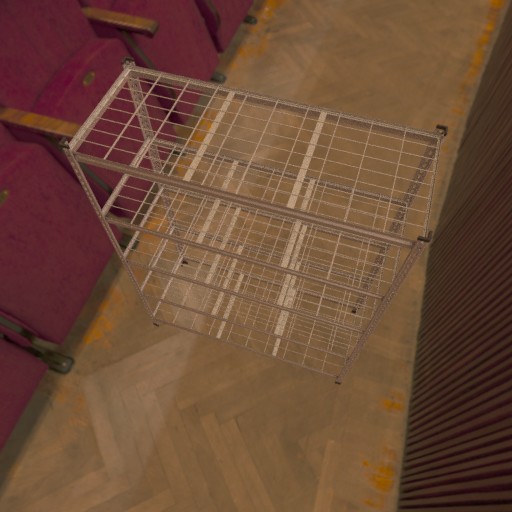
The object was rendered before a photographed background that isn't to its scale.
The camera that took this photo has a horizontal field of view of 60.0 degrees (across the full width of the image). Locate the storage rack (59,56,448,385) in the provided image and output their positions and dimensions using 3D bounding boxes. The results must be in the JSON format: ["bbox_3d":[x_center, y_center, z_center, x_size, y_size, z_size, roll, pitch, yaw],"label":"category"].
[{"bbox_3d":[0.000,0.000,2.708,1.524,1.981,0.610,16,61,9],"label":"storage rack"}]
